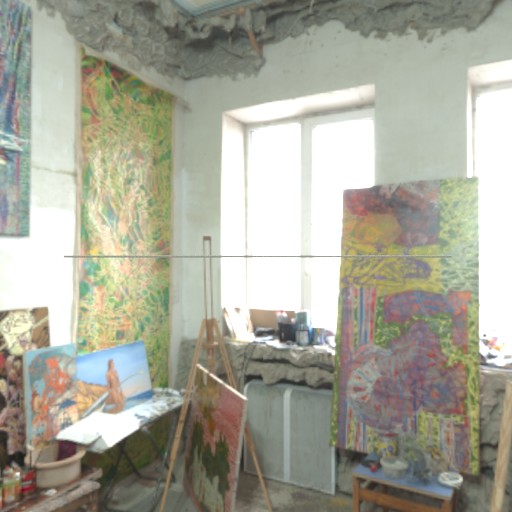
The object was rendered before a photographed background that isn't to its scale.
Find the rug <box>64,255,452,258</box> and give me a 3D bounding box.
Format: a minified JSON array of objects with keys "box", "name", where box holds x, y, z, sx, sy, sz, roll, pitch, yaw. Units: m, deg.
[{"box":[0.000,0.000,2.856,1.522,0.008,2.284,0,0,-1],"name":"rug"}]
